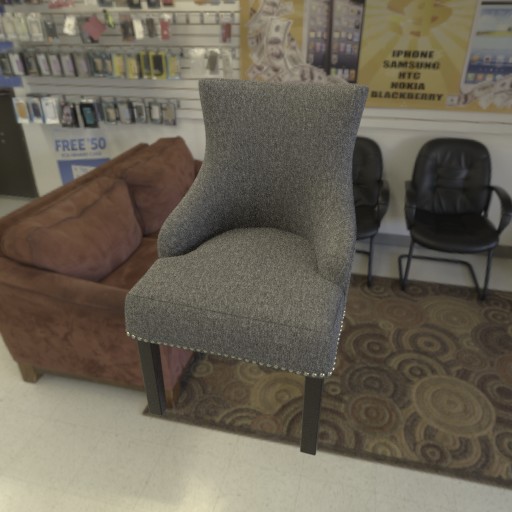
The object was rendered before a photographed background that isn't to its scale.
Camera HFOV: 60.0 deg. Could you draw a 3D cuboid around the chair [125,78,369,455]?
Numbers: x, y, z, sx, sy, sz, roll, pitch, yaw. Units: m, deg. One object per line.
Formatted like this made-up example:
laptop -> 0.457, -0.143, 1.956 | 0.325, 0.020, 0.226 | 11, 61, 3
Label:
chair -> 0.000, 0.000, 1.303 | 0.566, 0.909, 0.629 | 8, 30, 15
